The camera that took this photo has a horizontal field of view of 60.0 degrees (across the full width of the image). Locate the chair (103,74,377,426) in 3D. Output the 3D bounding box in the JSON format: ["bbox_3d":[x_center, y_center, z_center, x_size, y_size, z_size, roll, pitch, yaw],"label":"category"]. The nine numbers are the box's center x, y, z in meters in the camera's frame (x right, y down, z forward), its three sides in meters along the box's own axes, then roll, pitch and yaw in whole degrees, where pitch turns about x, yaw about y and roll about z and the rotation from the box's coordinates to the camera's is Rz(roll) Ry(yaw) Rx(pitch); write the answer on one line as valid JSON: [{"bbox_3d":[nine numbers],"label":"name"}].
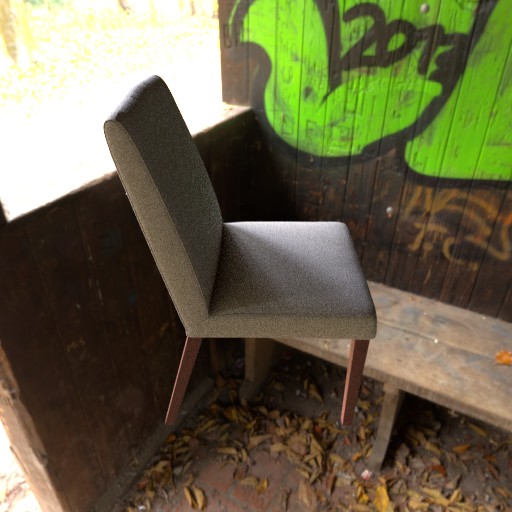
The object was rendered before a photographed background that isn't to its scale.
[{"bbox_3d":[0.000,0.000,1.233,0.594,0.900,0.480,0,33,1],"label":"chair"}]
